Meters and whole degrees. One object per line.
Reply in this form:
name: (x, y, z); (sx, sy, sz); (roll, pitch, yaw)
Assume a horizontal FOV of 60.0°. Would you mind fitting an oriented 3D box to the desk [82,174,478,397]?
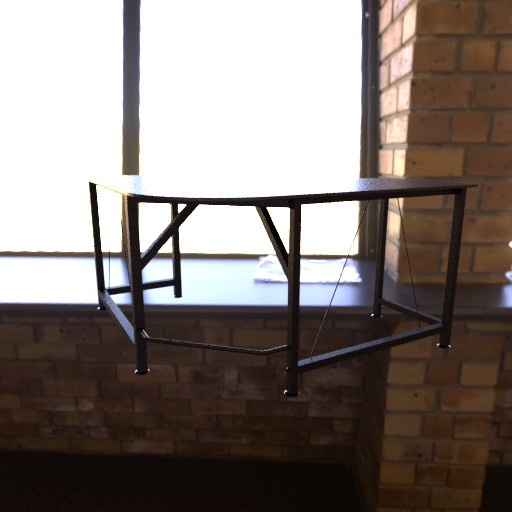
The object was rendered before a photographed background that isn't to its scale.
desk: (0.000, 0.000, 2.251); (1.400, 0.762, 1.400); (-7, 15, -28)
